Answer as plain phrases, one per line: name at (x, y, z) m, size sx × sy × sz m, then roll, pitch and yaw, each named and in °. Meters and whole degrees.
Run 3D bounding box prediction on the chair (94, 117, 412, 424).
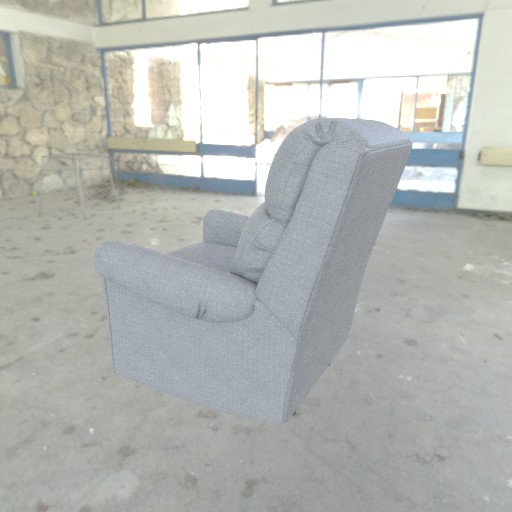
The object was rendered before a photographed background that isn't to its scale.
chair at (0.000, 0.000, 1.776) m, size 1.014 × 1.054 × 0.838 m, roll 9°, pitch 19°, yaw 27°
